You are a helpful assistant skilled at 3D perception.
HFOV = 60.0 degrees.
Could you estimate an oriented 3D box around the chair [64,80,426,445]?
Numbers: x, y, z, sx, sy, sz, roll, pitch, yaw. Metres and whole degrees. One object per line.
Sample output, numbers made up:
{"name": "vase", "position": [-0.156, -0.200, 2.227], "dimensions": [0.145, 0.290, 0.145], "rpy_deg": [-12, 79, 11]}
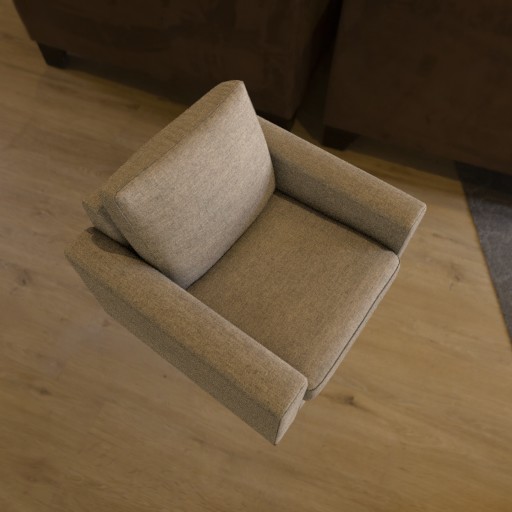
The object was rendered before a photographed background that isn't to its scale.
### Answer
{"name": "chair", "position": [0.000, 0.000, 1.857], "dimensions": [1.038, 1.010, 1.024], "rpy_deg": [33, 65, 18]}
